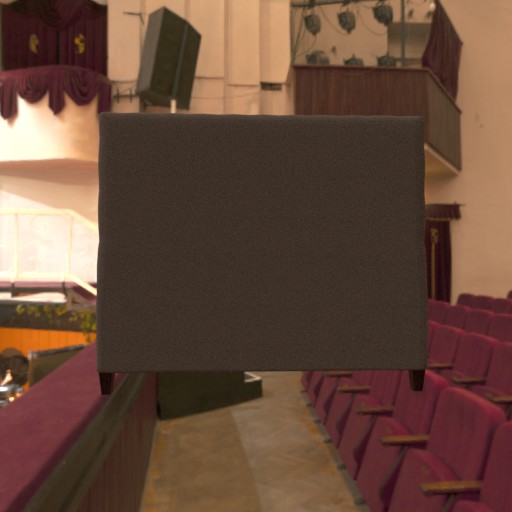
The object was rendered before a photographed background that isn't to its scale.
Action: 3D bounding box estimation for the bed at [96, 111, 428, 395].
[{"bbox_3d":[0.000,0.000,3.346,1.698,1.427,2.231,0,-1,-2],"label":"bed"}]
